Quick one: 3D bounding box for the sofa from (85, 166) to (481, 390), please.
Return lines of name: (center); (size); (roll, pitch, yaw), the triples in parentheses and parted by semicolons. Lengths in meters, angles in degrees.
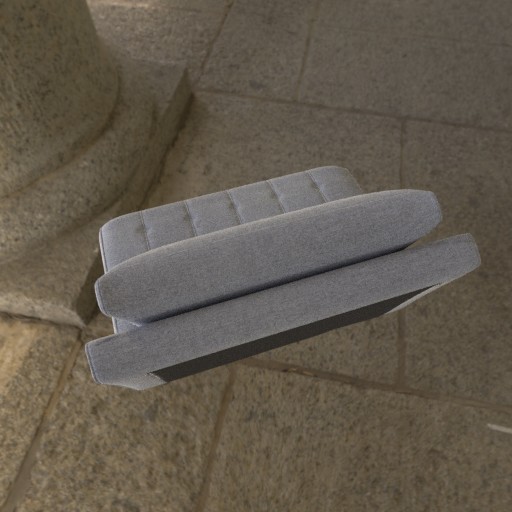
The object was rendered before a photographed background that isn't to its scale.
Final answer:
sofa: (0.000, 0.000, 1.791); (1.220, 0.910, 0.910); (-15, 58, -10)
